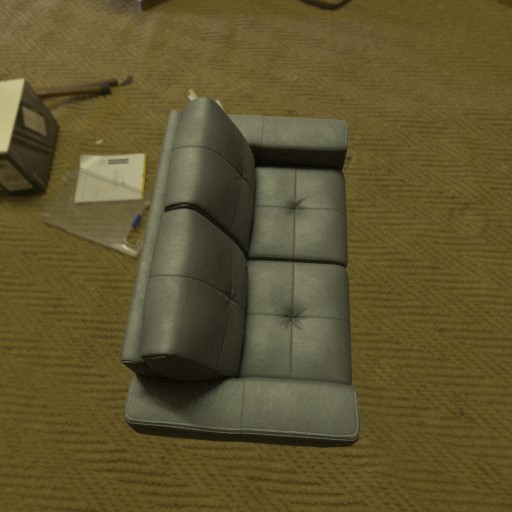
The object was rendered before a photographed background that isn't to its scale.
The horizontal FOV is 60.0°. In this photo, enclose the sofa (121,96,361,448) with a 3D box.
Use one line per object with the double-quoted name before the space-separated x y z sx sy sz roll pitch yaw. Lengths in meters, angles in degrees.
"sofa" 0.000 0.000 2.321 1.018 0.907 1.806 3 63 2
